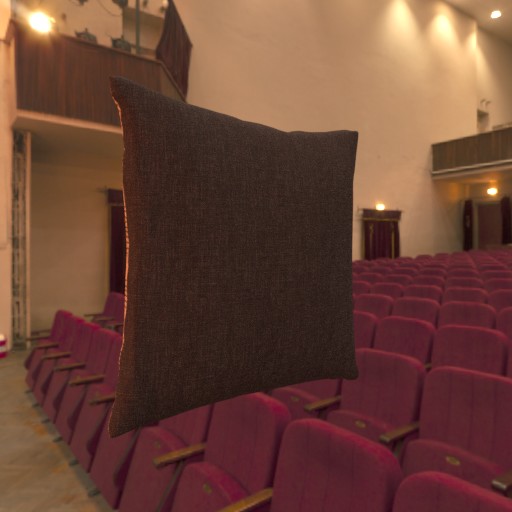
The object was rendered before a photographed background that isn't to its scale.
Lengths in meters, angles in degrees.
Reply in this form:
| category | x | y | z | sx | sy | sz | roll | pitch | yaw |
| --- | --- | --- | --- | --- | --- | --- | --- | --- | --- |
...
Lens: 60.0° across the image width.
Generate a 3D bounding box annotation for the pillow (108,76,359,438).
| category | x | y | z | sx | sy | sz | roll | pitch | yaw |
| --- | --- | --- | --- | --- | --- | --- | --- | --- | --- |
| pillow | 0.000 | 0.000 | 0.768 | 0.510 | 0.510 | 0.145 | -1 | 1 | -35 |
